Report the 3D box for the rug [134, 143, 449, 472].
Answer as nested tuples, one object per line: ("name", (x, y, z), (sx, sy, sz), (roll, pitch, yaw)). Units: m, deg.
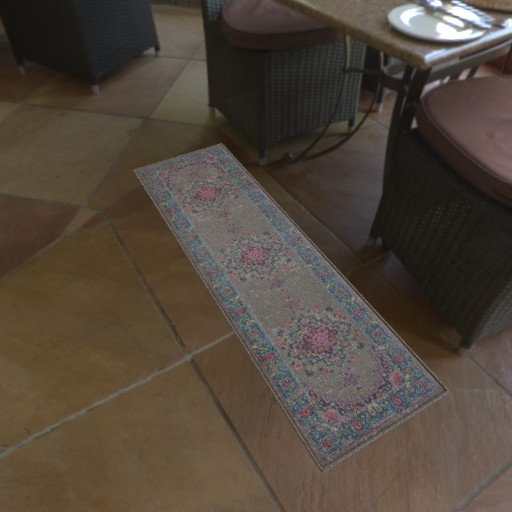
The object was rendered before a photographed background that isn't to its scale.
("rug", (0.000, 0.000, 2.020), (0.553, 0.012, 1.827), (-22, 50, -20))
